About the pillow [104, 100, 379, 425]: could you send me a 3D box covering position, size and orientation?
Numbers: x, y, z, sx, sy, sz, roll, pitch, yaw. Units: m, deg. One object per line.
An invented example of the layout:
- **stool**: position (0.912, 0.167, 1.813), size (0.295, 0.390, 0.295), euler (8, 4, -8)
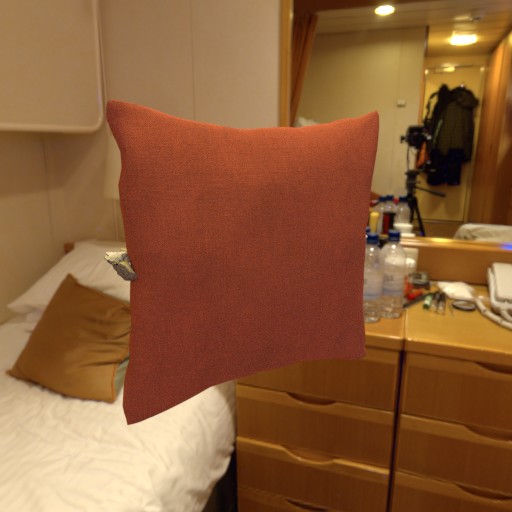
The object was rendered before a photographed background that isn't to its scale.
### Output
- **pillow**: position (0.000, 0.000, 0.752), size (0.490, 0.482, 0.165), euler (-8, 17, -27)
